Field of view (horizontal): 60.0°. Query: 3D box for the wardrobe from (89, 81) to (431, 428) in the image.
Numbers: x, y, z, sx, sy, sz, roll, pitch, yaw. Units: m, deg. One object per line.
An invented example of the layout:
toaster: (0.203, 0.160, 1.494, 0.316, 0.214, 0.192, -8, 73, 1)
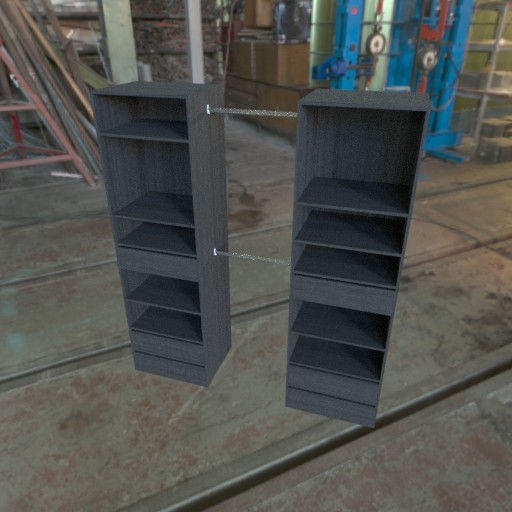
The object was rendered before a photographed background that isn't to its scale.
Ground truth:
wardrobe: (0.000, 0.000, 2.856, 1.770, 2.000, 0.480, 9, 29, 16)
